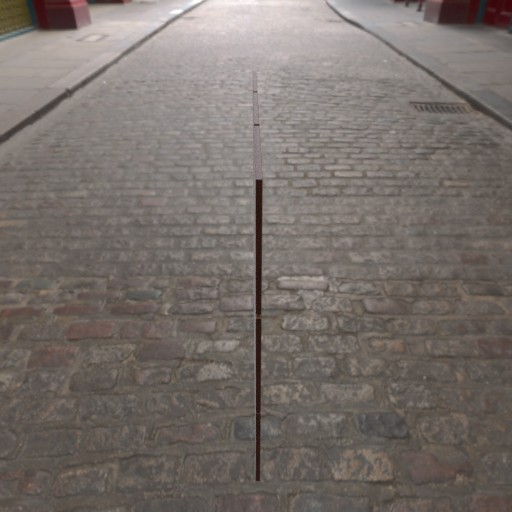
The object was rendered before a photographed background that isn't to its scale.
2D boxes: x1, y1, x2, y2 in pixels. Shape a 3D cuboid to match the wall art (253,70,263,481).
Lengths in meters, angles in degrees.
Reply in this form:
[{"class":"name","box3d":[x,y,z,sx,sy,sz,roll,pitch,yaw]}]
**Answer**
[{"class":"wall art","box3d":[0.000,0.000,1.885,0.017,1.246,1.256,0,33,-1]}]
